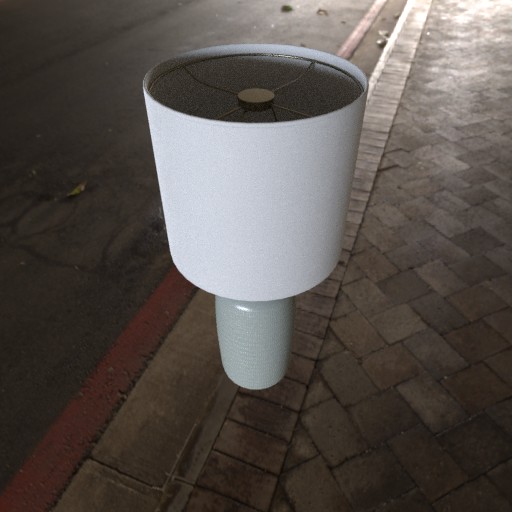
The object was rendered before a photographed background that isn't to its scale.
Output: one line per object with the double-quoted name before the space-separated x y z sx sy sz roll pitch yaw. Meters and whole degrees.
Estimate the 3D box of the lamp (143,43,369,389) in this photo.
"lamp" 0.000 0.000 0.596 0.220 0.475 0.220 -27 48 -27
